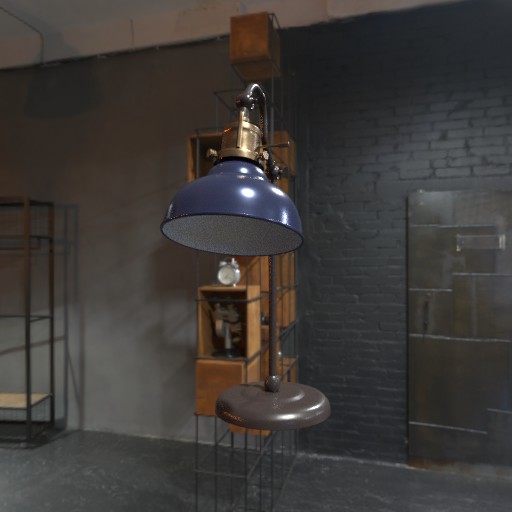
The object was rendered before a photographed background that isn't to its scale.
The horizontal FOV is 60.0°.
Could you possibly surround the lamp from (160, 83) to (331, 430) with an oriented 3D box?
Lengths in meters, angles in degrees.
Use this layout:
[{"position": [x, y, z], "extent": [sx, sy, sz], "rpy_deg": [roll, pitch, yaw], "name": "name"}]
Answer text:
[{"position": [0.000, 0.000, 0.656], "extent": [0.192, 0.508, 0.374], "rpy_deg": [0, -1, 18], "name": "lamp"}]
